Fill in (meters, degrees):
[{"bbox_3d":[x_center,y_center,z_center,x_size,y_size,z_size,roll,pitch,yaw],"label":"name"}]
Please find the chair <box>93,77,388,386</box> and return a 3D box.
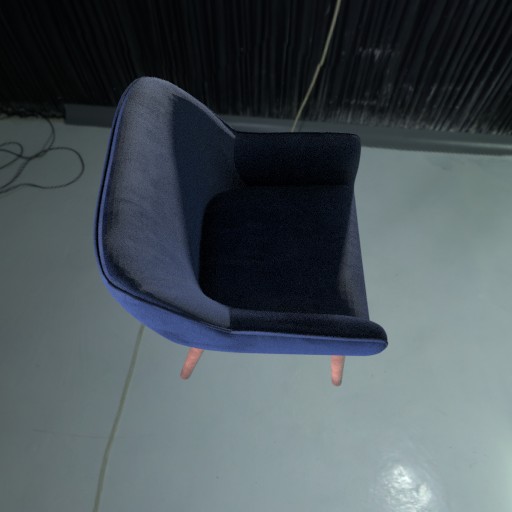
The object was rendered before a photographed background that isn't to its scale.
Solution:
[{"bbox_3d":[0.000,0.000,1.225,0.600,0.820,0.600,0,63,0],"label":"chair"}]
